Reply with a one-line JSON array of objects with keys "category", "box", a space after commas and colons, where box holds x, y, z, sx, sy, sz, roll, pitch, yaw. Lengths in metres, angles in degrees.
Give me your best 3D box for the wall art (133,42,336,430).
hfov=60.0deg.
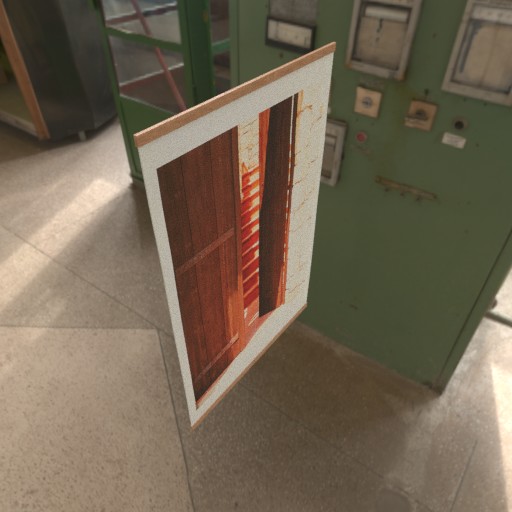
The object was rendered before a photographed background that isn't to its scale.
[{"category": "wall art", "box": [0.000, 0.000, 1.937, 0.019, 1.527, 1.019, 27, 48, 27]}]
